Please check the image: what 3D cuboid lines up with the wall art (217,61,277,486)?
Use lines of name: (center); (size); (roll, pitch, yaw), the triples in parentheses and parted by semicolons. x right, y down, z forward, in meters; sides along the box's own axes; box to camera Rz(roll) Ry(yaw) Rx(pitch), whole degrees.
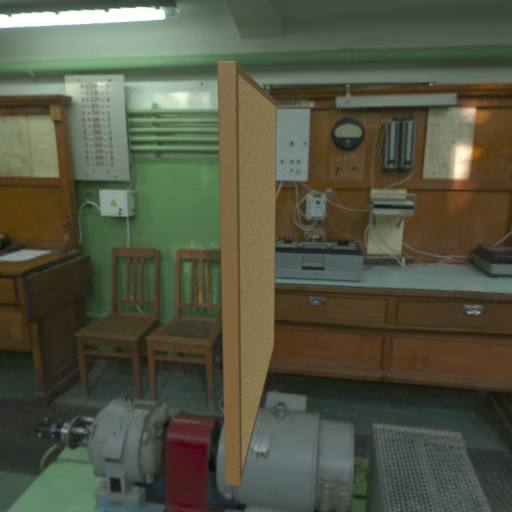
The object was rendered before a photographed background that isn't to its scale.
wall art: (0.000, 0.000, 0.768); (0.021, 0.550, 0.449); (2, 14, 8)
